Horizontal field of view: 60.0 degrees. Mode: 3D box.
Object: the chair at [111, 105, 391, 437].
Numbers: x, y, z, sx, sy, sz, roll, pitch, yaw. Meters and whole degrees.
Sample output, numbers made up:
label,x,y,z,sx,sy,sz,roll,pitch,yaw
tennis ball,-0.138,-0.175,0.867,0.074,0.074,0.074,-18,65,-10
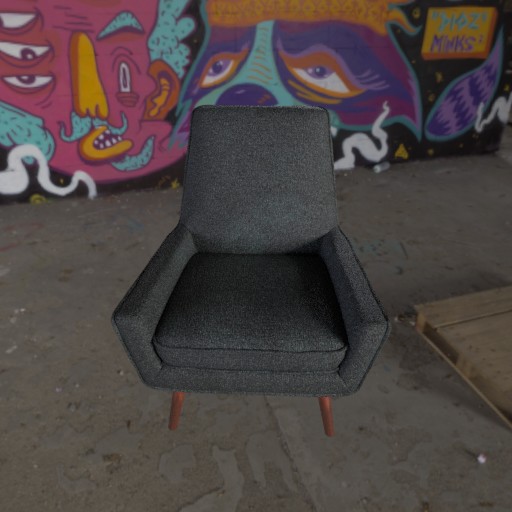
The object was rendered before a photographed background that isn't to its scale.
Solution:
label,x,y,z,sx,sy,sz,roll,pitch,yaw
chair,0.000,0.000,1.554,0.763,0.883,0.859,1,30,2
